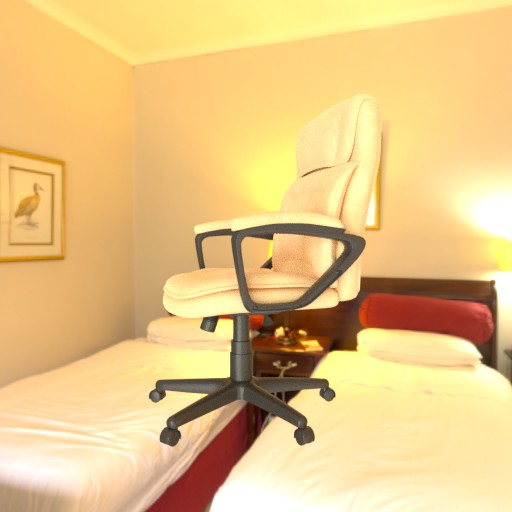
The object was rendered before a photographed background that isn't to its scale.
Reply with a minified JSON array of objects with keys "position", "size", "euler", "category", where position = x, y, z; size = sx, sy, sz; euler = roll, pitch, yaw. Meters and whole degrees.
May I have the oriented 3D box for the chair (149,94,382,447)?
[{"position":[0.000,0.000,1.579],"size":[0.724,1.105,0.667],"euler":[-1,2,-18],"category":"chair"}]
